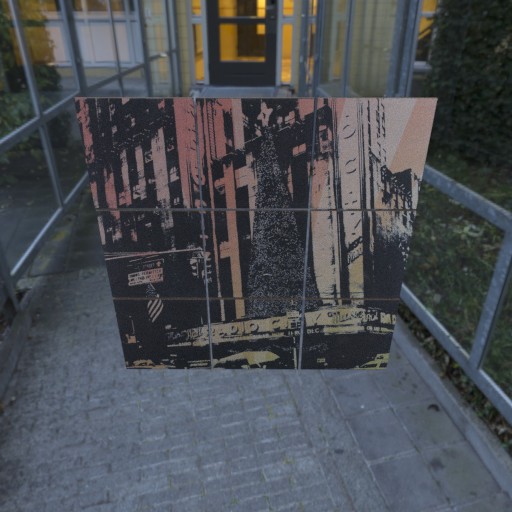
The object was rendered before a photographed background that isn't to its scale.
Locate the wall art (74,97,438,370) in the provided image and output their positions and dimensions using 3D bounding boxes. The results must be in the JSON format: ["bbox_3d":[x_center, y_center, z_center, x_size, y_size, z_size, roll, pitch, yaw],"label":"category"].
[{"bbox_3d":[0.000,0.000,1.781,1.216,1.216,0.013,0,30,0],"label":"wall art"}]
